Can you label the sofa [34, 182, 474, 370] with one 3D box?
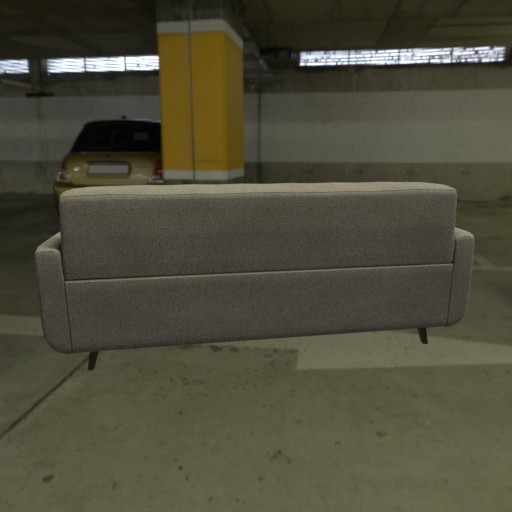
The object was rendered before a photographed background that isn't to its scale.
[{"bbox_3d":[0.000,0.000,2.460,2.029,0.841,0.909,-2,14,-9],"label":"sofa"}]
